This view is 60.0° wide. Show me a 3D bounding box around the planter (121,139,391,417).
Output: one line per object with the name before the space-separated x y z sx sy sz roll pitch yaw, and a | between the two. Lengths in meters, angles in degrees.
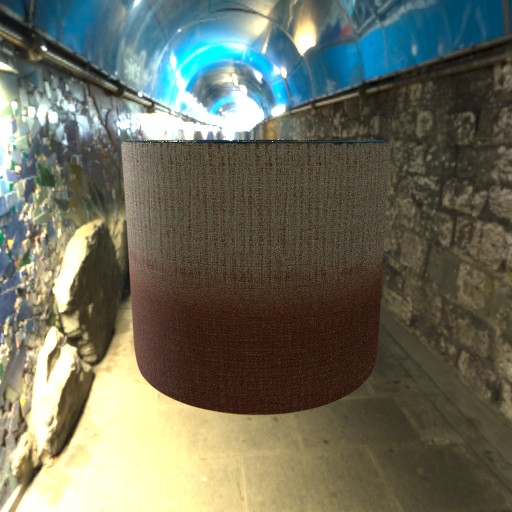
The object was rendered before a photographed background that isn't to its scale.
planter | 0.000 0.000 0.397 0.221 0.201 0.221 0 15 0
